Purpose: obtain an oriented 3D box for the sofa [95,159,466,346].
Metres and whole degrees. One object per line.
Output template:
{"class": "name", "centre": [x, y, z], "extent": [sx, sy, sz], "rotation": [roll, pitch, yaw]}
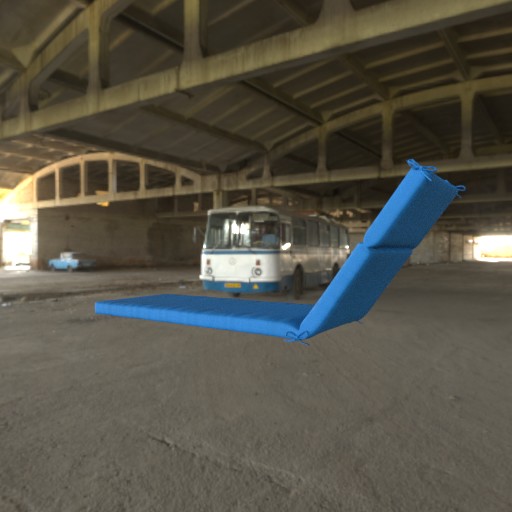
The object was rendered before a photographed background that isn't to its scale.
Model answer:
{"class": "sofa", "centre": [0.000, 0.000, 2.016], "extent": [1.663, 0.622, 0.582], "rotation": [1, 1, 34]}
